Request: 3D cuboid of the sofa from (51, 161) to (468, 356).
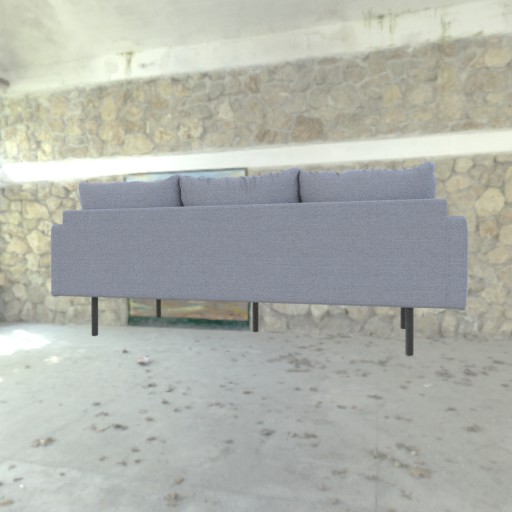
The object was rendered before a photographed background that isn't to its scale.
[{"bbox_3d":[0.000,0.000,2.437,2.000,0.830,0.850,0,1,16],"label":"sofa"}]
